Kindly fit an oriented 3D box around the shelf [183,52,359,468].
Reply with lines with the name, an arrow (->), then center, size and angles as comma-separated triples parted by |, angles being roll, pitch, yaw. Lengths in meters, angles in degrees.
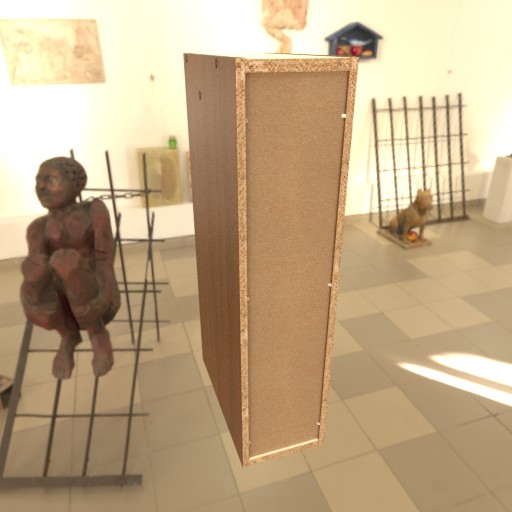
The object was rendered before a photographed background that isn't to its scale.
shelf -> 0.000, 0.000, 0.725 | 0.147, 0.600, 0.290 | -8, 27, -17
